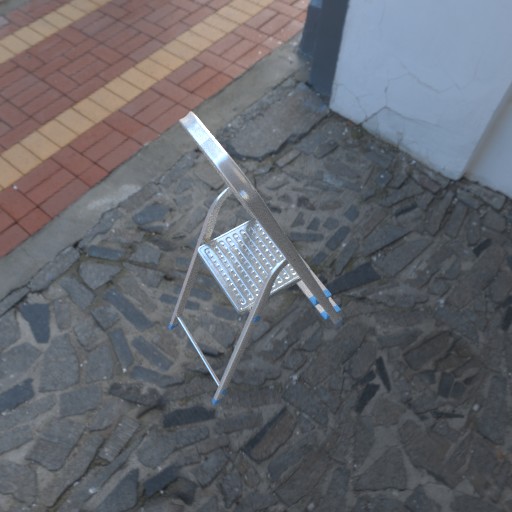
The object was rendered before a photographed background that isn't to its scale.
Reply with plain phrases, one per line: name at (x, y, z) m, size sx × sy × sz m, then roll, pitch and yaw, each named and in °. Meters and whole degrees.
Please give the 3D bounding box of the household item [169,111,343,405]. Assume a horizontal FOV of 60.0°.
household item at (0.000, 0.000, 1.512) m, size 0.687 × 1.215 × 0.420 m, roll -29°, pitch 63°, yaw -16°
